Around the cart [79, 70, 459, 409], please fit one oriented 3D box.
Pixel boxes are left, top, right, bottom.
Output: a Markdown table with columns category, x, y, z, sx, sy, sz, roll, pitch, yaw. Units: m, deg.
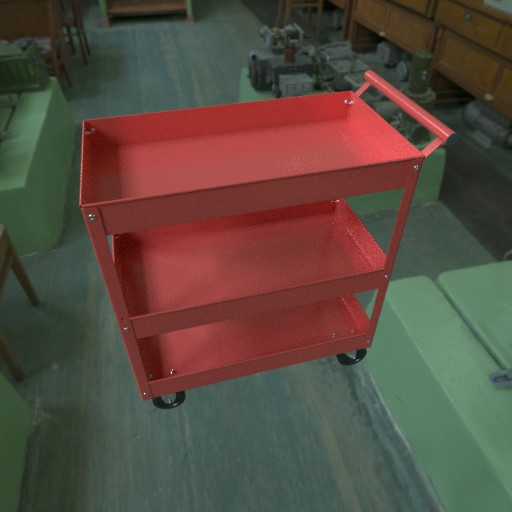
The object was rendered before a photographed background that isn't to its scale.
| category | x | y | z | sx | sy | sz | roll | pitch | yaw |
| --- | --- | --- | --- | --- | --- | --- | --- | --- | --- |
| cart | 0.000 | 0.000 | 1.174 | 0.719 | 0.780 | 0.366 | -10 | 43 | -11 |
